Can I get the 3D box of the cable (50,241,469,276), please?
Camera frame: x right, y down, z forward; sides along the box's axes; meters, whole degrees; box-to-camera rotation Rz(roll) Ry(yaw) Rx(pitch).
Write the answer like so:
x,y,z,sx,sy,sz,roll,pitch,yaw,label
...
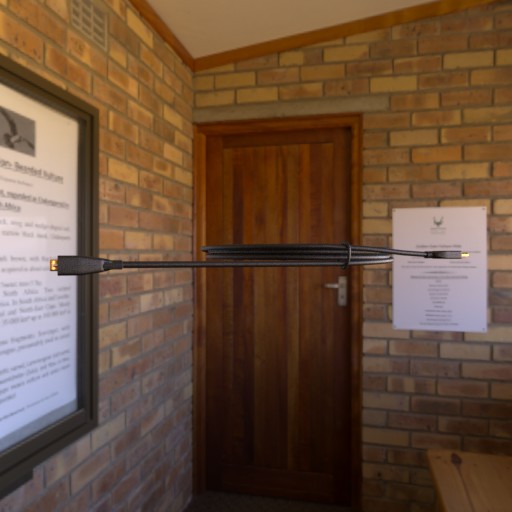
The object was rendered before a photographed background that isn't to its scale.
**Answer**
x,y,z,sx,sy,sz,roll,pitch,yaw,label
0.000,0.000,0.527,0.422,0.030,0.257,0,0,-19,cable
